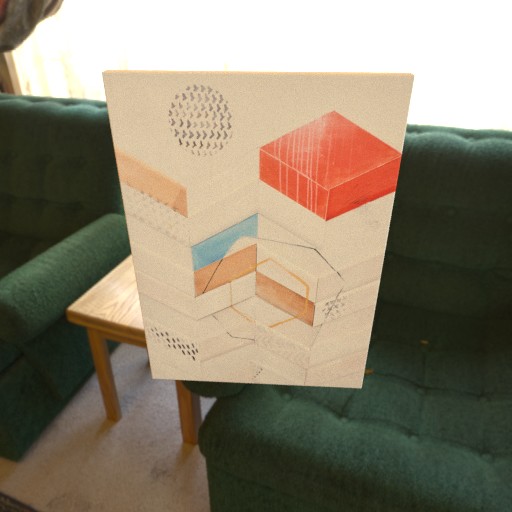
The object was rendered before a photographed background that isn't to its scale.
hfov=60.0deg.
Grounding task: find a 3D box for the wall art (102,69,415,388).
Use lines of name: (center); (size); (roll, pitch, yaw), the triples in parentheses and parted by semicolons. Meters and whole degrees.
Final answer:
wall art: (0.000, 0.000, 1.094); (0.613, 0.848, 0.036); (2, 31, 3)
